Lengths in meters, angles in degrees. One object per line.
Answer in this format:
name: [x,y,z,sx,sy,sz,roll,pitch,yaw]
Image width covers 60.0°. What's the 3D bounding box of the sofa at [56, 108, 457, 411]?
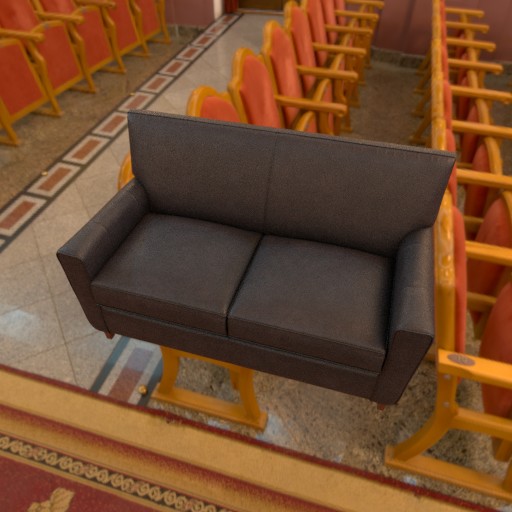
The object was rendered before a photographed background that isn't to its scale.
sofa: [0.000,0.000,1.976,1.473,0.871,0.787,11,43,12]
